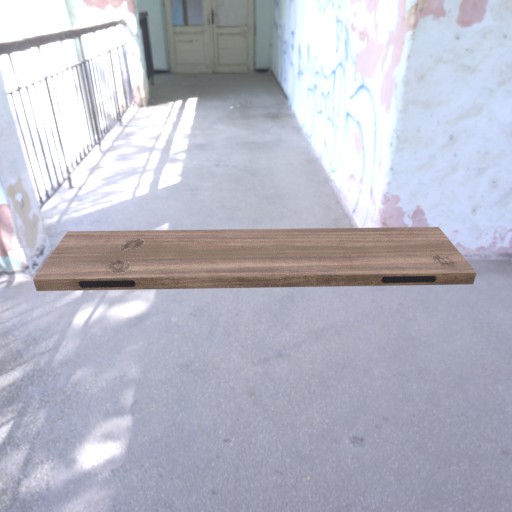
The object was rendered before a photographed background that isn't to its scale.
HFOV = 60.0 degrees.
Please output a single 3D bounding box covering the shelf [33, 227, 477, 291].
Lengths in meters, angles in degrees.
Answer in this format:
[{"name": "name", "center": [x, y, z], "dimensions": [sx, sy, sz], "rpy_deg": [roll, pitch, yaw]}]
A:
[{"name": "shelf", "center": [0.000, 0.000, 0.673], "dimensions": [0.610, 0.020, 0.140], "rpy_deg": [-1, 31, -1]}]
